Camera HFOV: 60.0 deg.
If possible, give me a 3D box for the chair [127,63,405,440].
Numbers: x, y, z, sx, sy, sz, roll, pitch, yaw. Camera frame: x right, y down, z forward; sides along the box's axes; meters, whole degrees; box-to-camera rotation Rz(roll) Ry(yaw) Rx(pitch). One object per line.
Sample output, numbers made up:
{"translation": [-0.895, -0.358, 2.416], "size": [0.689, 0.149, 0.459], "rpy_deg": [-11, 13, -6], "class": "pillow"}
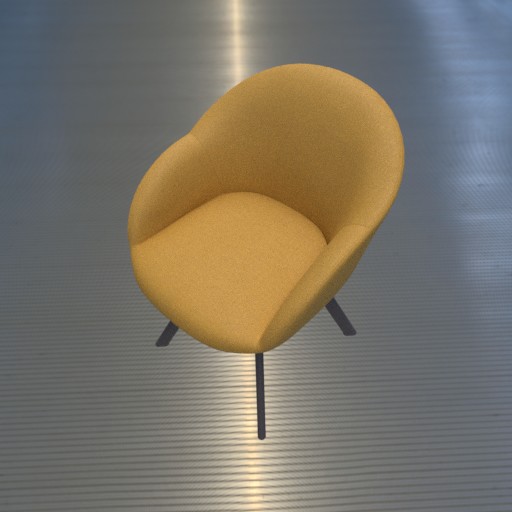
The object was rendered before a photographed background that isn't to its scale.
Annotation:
{"translation": [0.000, 0.000, 1.160], "size": [0.551, 0.793, 0.583], "rpy_deg": [33, 55, 27], "class": "chair"}
